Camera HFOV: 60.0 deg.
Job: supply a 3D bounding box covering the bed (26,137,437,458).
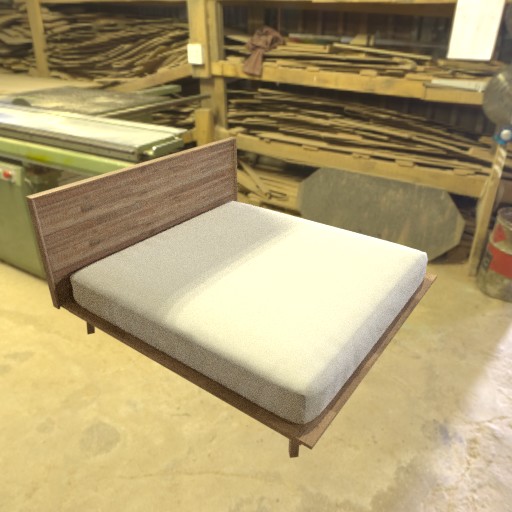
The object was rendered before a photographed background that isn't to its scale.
[{"bbox_3d":[0.000,0.000,3.321,2.167,1.100,2.116,19,33,32],"label":"bed"}]
